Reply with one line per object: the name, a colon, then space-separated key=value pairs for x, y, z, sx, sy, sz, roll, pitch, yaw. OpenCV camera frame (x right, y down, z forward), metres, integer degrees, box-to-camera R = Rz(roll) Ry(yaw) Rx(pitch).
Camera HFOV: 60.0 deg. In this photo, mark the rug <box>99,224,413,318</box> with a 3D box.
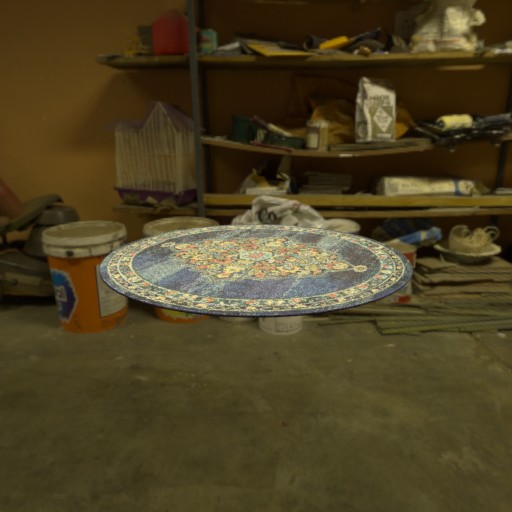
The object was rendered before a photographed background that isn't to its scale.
rug: x=0.000 y=0.000 z=2.375 sx=1.591 sy=0.010 sz=1.591 roll=0 pitch=16 yaw=0
